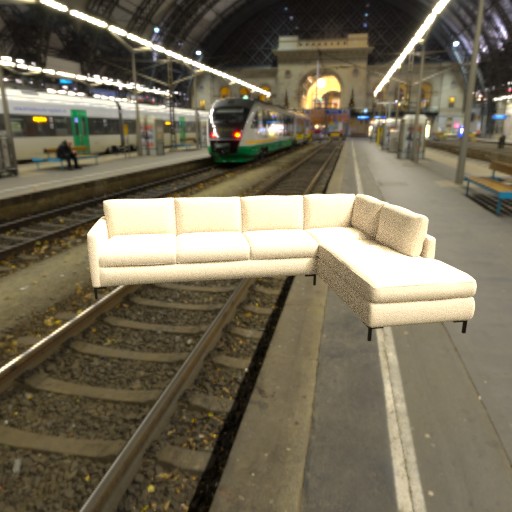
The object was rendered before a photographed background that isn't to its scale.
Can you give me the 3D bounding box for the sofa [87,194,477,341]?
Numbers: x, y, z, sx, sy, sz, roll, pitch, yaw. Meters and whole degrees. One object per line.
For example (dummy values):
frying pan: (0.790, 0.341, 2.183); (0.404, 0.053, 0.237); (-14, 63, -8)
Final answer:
sofa: (0.000, 0.000, 3.903); (2.949, 0.815, 2.007); (-3, 16, -9)
